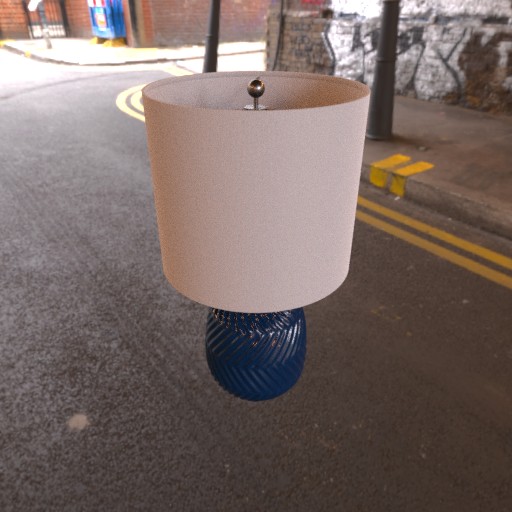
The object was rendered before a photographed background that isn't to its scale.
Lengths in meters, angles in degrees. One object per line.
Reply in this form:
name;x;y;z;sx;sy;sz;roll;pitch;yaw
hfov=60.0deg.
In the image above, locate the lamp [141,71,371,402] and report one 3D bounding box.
lamp;0.000;0.000;0.492;0.203;0.368;0.203;1;30;2
